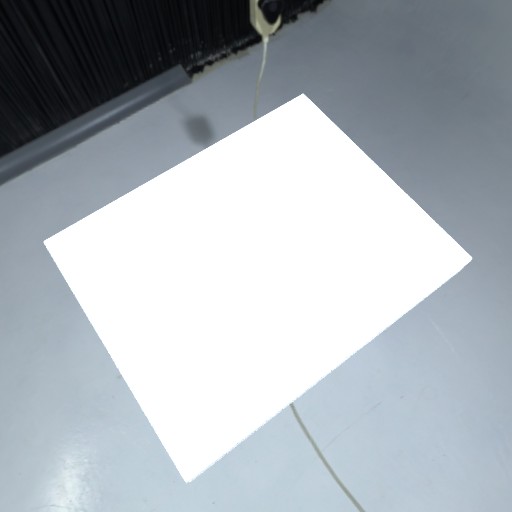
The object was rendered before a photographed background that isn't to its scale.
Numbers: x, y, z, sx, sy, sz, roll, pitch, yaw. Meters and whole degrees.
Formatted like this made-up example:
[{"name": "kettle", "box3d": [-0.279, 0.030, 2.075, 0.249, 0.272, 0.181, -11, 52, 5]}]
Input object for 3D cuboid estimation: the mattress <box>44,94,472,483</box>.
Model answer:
[{"name": "mattress", "box3d": [0.000, 0.000, 2.707, 2.000, 0.200, 1.600, -34, 69, -14]}]
